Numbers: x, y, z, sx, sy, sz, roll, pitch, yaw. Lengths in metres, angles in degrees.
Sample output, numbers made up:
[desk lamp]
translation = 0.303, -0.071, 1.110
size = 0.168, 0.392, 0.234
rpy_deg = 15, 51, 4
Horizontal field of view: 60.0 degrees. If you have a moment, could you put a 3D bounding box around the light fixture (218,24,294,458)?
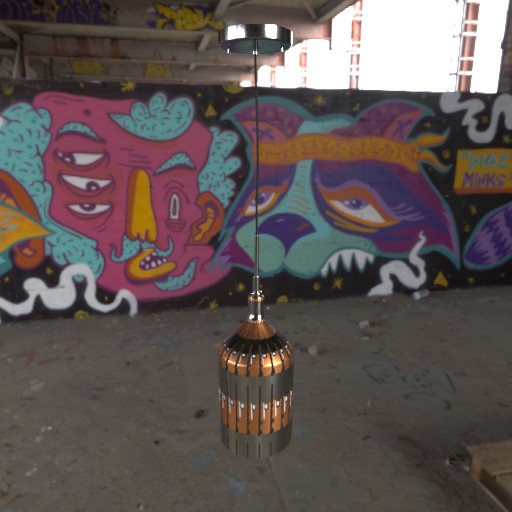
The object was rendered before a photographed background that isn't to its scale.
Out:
[light fixture]
translation = 0.000, 0.000, 1.669
size = 0.303, 1.535, 0.303
rpy_deg = 0, 14, 0
